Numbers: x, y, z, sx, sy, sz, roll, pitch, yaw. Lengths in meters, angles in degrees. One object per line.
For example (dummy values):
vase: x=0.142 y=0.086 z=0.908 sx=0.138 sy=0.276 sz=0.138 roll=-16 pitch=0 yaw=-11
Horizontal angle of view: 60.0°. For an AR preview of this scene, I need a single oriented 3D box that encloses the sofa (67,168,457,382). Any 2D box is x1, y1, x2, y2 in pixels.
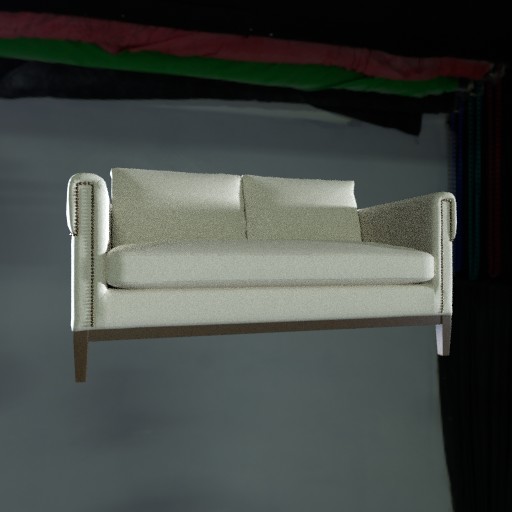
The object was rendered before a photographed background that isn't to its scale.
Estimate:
sofa: x=0.000 y=0.000 z=2.111 sx=1.598 sy=0.873 sz=0.905 roll=0 pitch=-1 yaw=-17
